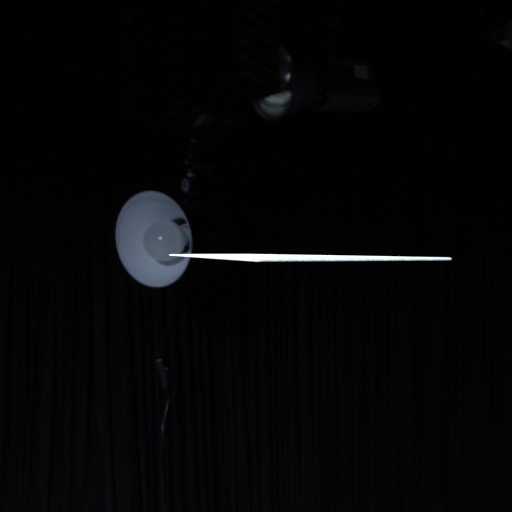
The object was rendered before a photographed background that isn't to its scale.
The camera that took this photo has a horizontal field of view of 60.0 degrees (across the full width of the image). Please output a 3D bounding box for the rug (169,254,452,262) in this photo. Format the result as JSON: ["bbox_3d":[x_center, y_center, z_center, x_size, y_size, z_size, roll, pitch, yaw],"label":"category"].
[{"bbox_3d":[0.000,0.000,2.685,0.759,0.012,2.430,0,1,-18],"label":"rug"}]
